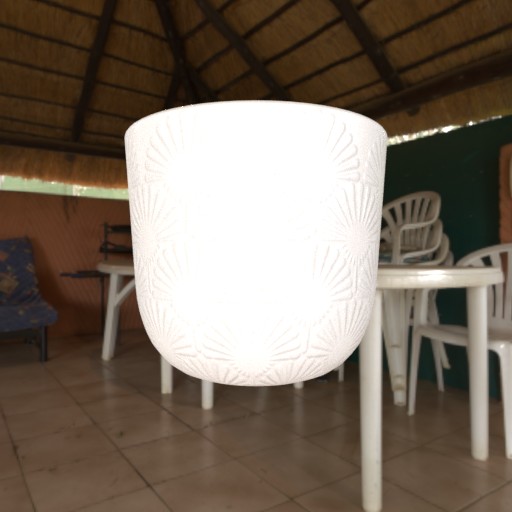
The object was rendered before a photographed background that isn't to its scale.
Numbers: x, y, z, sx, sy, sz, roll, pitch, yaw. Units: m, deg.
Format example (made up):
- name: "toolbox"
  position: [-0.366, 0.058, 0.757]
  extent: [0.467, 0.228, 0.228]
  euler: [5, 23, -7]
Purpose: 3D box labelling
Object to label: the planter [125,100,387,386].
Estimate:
- name: "planter"
  position: [0.000, 0.000, 0.298]
  extent: [0.170, 0.152, 0.170]
  euler: [0, 0, 0]
